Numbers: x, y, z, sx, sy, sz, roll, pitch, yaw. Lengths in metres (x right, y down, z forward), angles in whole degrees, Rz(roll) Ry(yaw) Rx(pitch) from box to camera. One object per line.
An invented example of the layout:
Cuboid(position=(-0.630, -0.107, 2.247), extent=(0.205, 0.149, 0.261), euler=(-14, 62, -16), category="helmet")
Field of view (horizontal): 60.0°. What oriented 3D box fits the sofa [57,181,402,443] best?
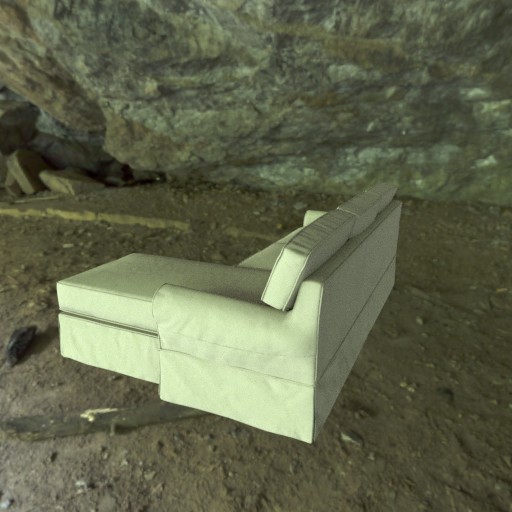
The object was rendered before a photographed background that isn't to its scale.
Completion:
Cuboid(position=(0.000, 0.000, 3.307), extent=(1.733, 0.978, 2.475), euler=(8, 18, 24), category="sofa")
